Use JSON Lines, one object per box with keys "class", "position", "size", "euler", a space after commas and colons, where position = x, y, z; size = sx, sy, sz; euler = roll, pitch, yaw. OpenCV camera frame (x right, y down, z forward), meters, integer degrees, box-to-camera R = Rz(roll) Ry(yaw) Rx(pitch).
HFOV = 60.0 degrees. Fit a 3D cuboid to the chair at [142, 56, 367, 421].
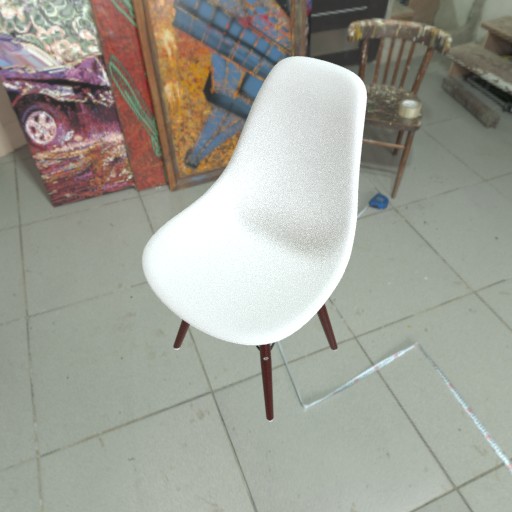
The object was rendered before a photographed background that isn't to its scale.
{"class": "chair", "position": [0.000, 0.000, 1.152], "size": [0.470, 0.826, 0.533], "euler": [30, 54, 25]}
